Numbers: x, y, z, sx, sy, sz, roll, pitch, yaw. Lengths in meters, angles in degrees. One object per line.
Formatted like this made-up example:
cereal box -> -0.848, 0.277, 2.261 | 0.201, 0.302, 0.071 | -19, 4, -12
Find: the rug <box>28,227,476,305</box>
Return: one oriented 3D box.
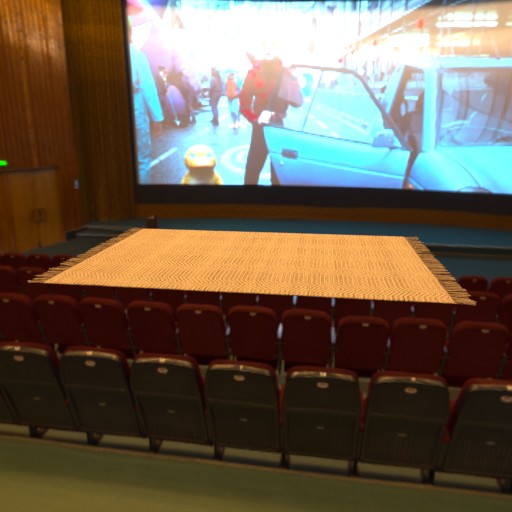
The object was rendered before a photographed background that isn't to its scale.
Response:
rug -> 0.000, 0.000, 2.525 | 2.021, 0.027, 1.224 | 2, 16, 8
